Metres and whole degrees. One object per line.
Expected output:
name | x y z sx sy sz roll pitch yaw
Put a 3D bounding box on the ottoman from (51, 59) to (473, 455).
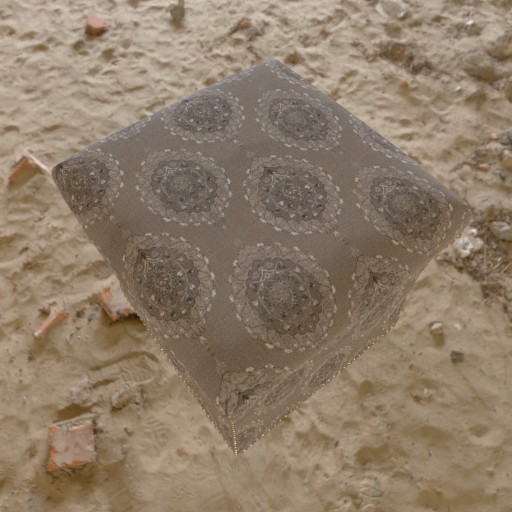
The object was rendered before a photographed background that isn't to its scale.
ottoman | 0.000 0.000 0.866 0.497 0.473 0.507 -33 64 -19
